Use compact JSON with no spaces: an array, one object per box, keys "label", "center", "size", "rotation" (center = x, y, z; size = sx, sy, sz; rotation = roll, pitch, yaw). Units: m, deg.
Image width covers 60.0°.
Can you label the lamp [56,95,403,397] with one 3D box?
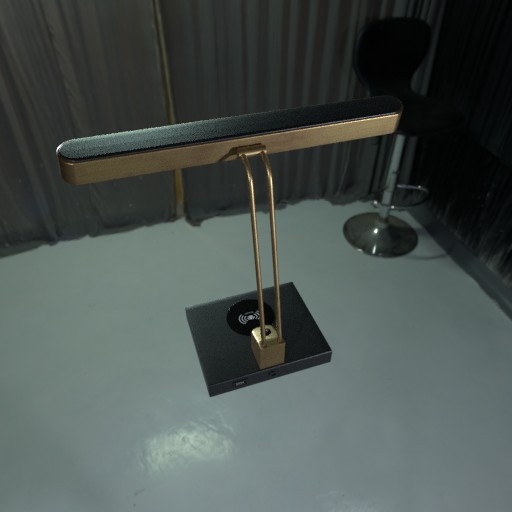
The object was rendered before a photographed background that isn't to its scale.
[{"label":"lamp","center":[0.000,0.000,0.582],"size":[0.412,0.345,0.156],"rotation":[-12,42,-14]}]
